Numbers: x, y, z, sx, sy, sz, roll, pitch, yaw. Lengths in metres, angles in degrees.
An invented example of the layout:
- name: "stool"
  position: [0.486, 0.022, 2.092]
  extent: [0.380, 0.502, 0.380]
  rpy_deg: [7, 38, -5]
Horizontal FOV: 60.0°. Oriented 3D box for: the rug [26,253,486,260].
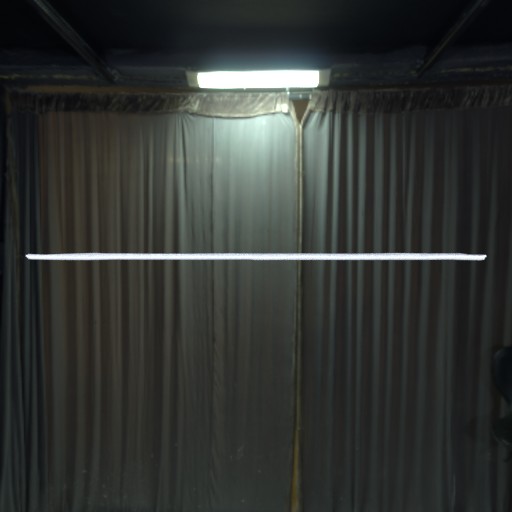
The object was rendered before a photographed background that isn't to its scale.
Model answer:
- name: "rug"
  position: [0.000, 0.000, 2.703]
  extent: [2.381, 0.035, 0.832]
  rpy_deg: [0, 1, 0]
